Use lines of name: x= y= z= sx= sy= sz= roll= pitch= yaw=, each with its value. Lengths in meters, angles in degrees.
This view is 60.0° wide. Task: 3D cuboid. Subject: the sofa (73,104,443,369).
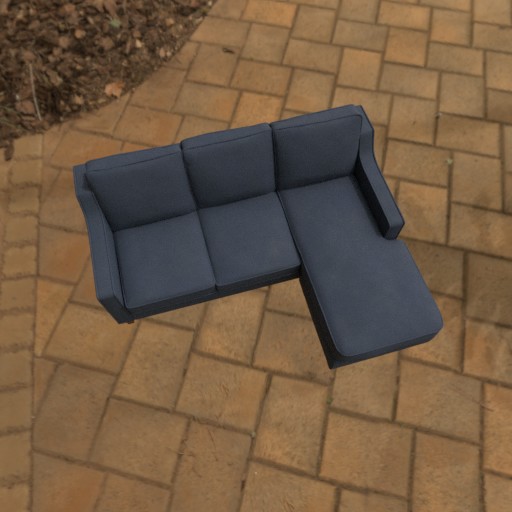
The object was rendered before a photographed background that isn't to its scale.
sofa: x=0.000 y=0.000 z=3.340 sx=2.317 sy=1.066 sz=1.858 roll=-14 pitch=65 yaw=-7
